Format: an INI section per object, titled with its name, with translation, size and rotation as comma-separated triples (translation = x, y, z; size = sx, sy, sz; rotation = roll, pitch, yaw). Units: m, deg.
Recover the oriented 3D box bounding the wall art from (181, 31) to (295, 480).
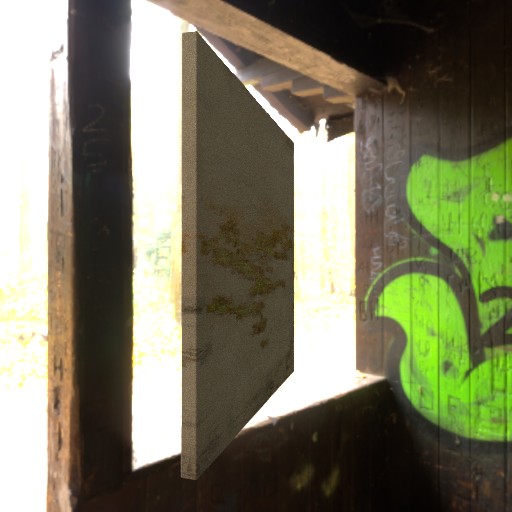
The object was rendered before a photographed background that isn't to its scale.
[wall art]
translation = 0.000, 0.000, 1.492
size = 0.040, 1.018, 1.015
rotation = 0, 0, 18
